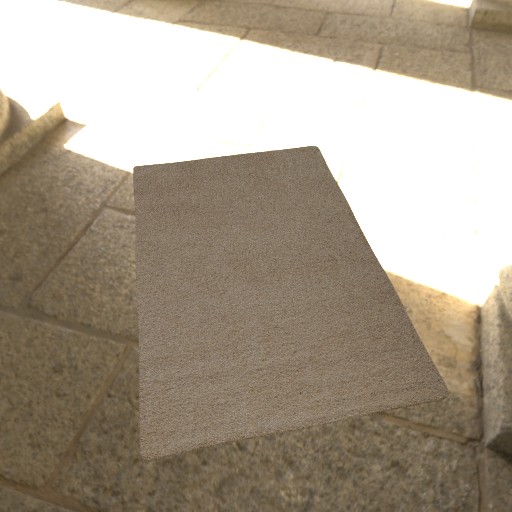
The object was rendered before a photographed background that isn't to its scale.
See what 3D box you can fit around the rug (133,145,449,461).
[{"bbox_3d":[0.000,0.000,3.377,1.801,0.024,2.700,-9,48,-8],"label":"rug"}]
